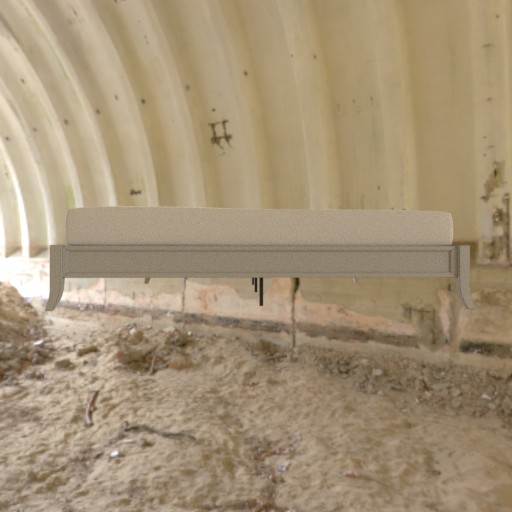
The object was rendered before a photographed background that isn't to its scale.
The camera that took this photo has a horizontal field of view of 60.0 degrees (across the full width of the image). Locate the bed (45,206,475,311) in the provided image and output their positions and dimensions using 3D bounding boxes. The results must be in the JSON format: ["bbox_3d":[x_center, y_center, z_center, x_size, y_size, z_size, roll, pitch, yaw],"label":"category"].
[{"bbox_3d":[0.000,0.000,3.119,2.007,0.510,2.108,0,0,-2],"label":"bed"}]
